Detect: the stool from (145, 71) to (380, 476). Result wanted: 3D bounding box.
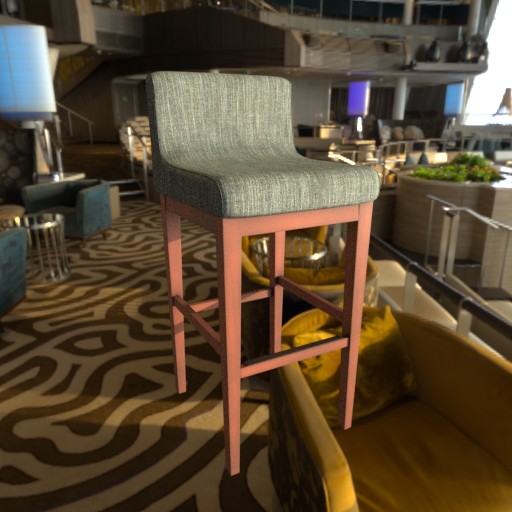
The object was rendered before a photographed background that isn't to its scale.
[{"bbox_3d":[0.000,0.000,1.223,0.426,0.965,0.499,-9,20,-27],"label":"stool"}]
